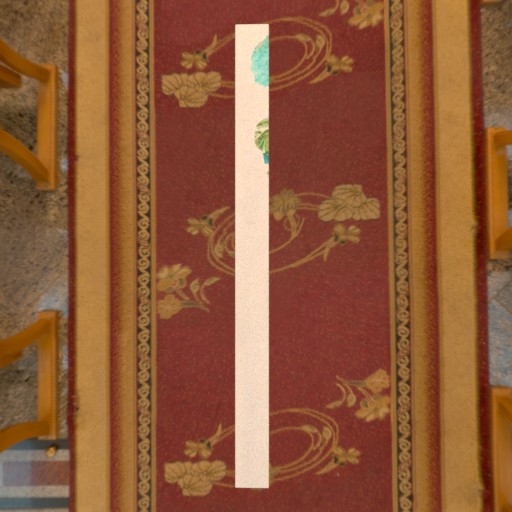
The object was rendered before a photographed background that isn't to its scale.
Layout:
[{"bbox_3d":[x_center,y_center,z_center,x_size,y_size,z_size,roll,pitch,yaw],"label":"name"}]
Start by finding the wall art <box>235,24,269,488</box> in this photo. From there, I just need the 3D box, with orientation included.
[{"bbox_3d":[0.000,0.000,0.702,0.041,0.435,0.507,0,90,2],"label":"wall art"}]
